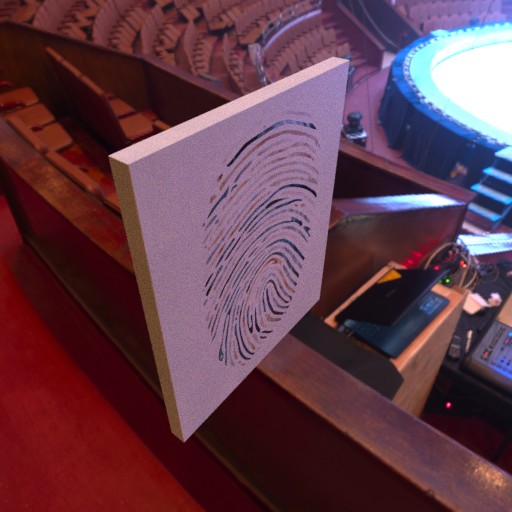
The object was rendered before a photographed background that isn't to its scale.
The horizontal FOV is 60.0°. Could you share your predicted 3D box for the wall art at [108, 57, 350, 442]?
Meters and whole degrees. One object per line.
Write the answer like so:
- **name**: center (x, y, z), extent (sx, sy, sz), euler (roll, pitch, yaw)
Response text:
- **wall art**: center (0.000, 0.000, 0.846), extent (0.037, 0.606, 0.508), euler (26, 46, 28)
